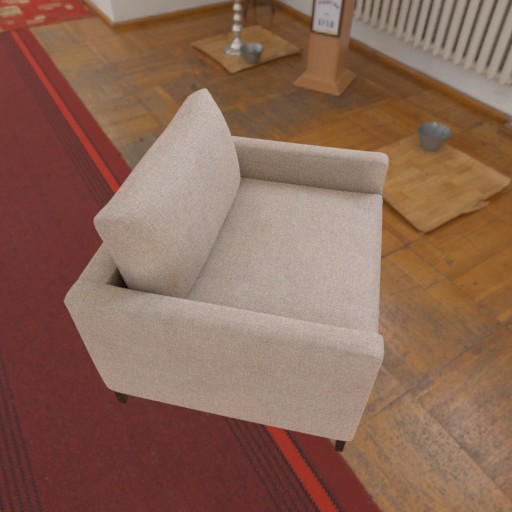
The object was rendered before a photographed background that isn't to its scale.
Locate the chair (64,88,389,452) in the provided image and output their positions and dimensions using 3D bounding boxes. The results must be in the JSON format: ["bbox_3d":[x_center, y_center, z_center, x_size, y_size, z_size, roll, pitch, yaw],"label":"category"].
[{"bbox_3d":[0.000,0.000,1.571,0.866,0.861,0.963,9,46,9],"label":"chair"}]
